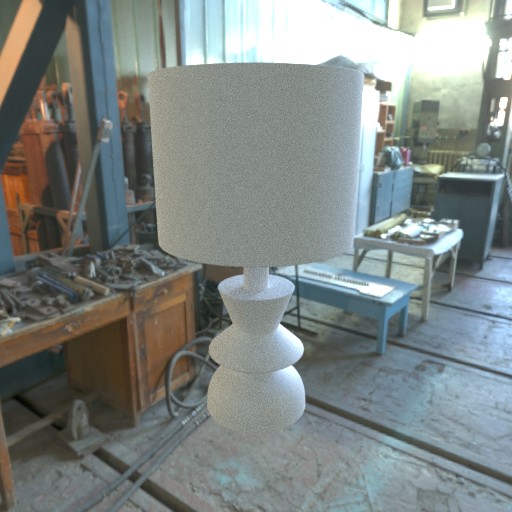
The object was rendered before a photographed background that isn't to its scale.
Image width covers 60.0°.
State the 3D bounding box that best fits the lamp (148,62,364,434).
[{"bbox_3d":[0.000,0.000,0.707,0.301,0.533,0.301,-3,17,-8],"label":"lamp"}]
